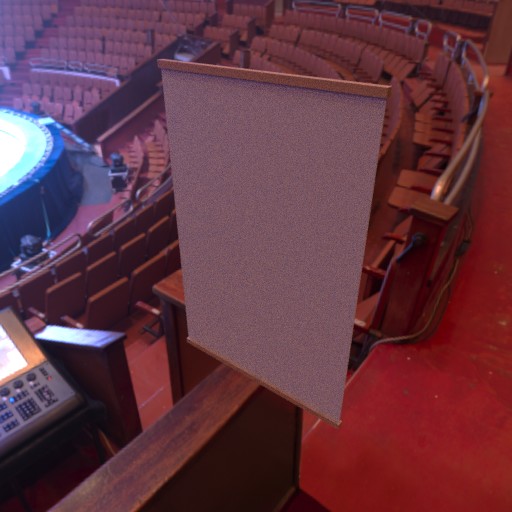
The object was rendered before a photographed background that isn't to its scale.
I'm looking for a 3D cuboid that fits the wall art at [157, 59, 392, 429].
[{"bbox_3d":[0.000,0.000,1.950,0.990,1.519,0.030,21,37,31],"label":"wall art"}]
